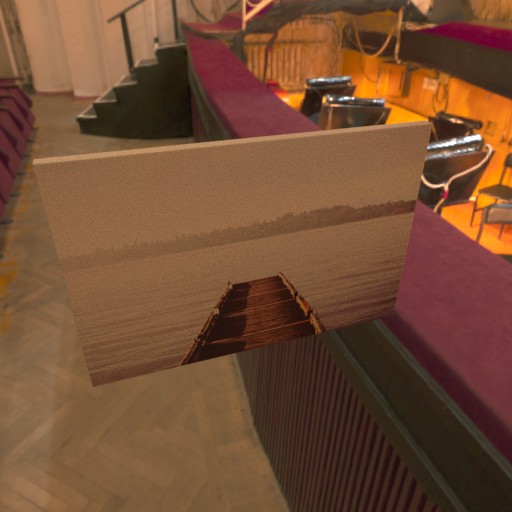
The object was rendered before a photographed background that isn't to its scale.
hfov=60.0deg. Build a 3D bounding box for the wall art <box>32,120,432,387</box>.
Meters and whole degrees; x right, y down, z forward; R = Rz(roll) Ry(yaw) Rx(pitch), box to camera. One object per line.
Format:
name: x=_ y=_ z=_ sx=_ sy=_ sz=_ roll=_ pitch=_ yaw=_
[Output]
wall art: x=0.000 y=0.000 z=0.769 sx=0.615 sy=0.410 sz=0.021 roll=-10 pitch=33 yaw=-16
